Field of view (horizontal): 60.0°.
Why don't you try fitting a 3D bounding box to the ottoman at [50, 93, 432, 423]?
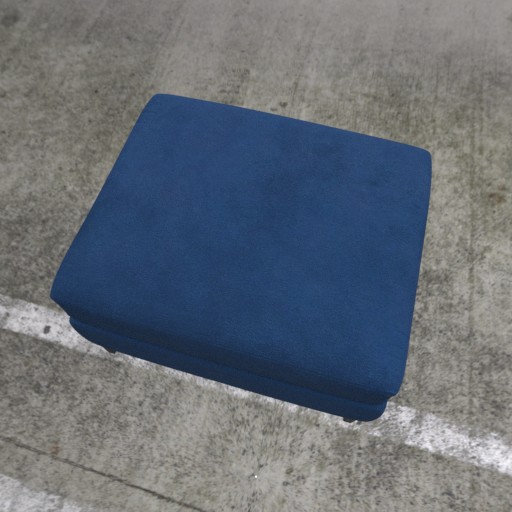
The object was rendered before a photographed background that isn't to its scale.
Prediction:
[{"bbox_3d":[0.000,0.000,1.185,0.794,0.485,0.655,14,64,7],"label":"ottoman"}]
